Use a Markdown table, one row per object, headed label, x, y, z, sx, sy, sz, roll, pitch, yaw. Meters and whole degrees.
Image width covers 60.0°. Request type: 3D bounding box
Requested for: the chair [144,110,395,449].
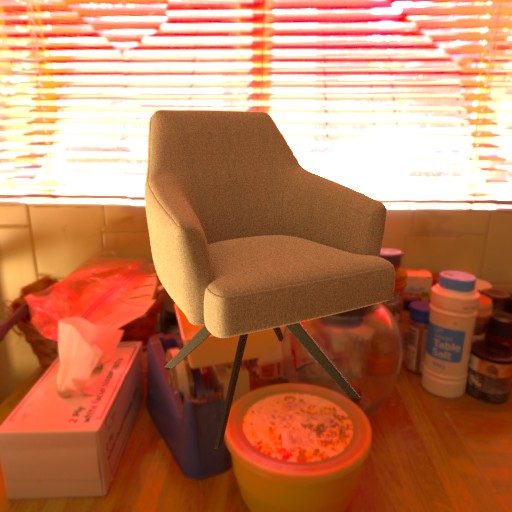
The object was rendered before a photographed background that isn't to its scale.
| label | x | y | z | sx | sy | sz | roll | pitch | yaw |
| --- | --- | --- | --- | --- | --- | --- | --- | --- | --- |
| chair | 0.000 | 0.000 | 1.369 | 0.642 | 0.874 | 0.677 | -8 | 18 | -26 |
